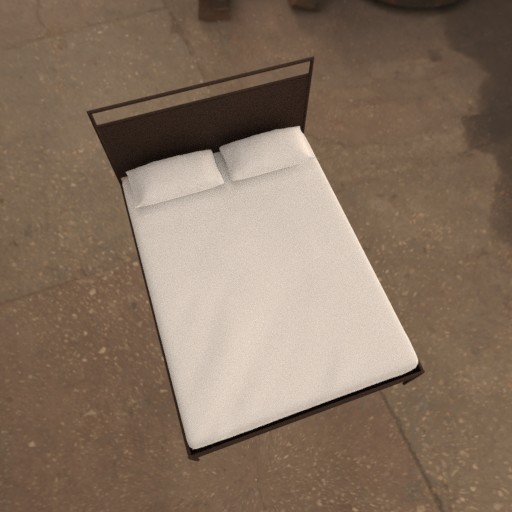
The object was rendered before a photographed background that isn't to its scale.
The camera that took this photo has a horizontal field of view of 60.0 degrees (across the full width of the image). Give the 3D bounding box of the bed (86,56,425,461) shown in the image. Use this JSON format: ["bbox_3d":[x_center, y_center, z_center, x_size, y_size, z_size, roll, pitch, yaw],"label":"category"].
[{"bbox_3d":[0.000,0.000,3.024,1.572,1.173,2.122,-17,64,-8],"label":"bed"}]
